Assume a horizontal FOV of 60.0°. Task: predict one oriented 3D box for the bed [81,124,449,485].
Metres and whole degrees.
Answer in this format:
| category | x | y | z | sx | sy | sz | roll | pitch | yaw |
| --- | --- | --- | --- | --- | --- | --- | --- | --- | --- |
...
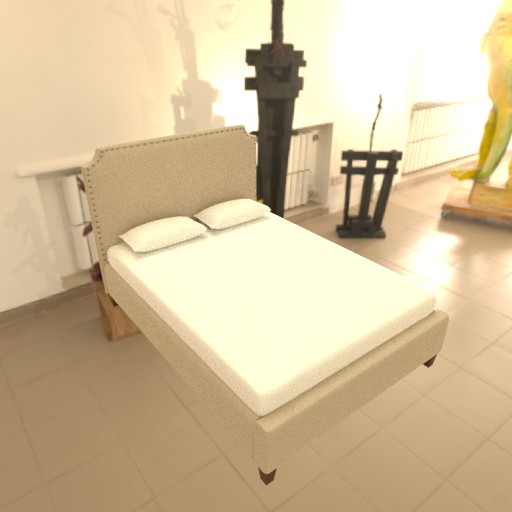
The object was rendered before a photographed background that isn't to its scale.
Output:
| category | x | y | z | sx | sy | sz | roll | pitch | yaw |
| --- | --- | --- | --- | --- | --- | --- | --- | --- | --- |
| bed | 0.000 | 0.000 | 3.408 | 1.713 | 1.443 | 2.372 | -20 | 34 | -33 |
